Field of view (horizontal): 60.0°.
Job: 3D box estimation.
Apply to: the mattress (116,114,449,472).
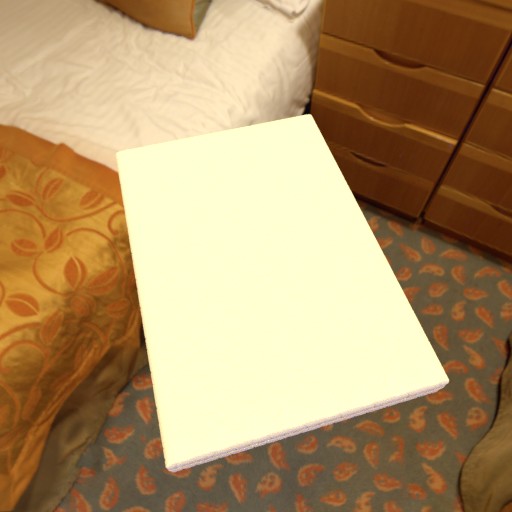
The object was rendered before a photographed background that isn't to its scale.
[{"bbox_3d":[0.000,0.000,2.619,1.400,0.200,2.000,-14,59,-8],"label":"mattress"}]
